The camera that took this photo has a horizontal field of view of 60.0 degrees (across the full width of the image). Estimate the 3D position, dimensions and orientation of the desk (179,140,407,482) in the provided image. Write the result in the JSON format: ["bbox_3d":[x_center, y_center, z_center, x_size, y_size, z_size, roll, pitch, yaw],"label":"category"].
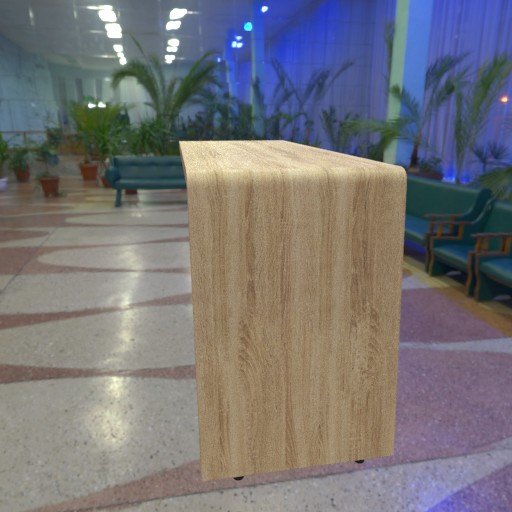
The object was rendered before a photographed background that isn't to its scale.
[{"bbox_3d":[0.000,0.000,1.619,0.500,0.750,1.300,-3,18,-10],"label":"desk"}]
